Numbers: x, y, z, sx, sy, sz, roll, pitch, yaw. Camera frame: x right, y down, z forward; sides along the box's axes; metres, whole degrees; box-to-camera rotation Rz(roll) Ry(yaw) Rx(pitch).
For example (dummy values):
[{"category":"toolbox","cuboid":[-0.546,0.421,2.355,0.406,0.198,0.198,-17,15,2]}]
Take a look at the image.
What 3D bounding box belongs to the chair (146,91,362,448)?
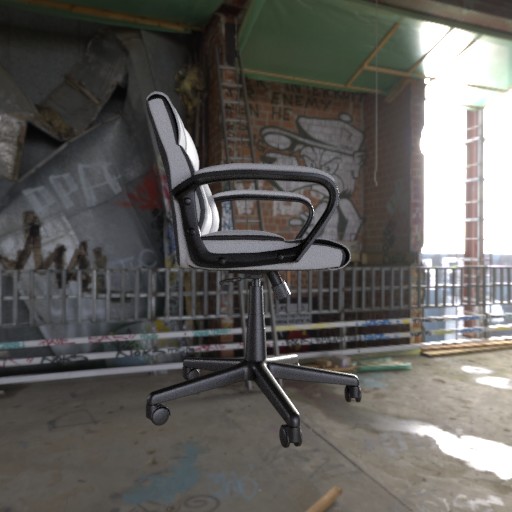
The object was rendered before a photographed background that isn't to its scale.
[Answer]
[{"category":"chair","cuboid":[0.000,0.000,1.501,0.717,1.004,0.739,0,0,0]}]
